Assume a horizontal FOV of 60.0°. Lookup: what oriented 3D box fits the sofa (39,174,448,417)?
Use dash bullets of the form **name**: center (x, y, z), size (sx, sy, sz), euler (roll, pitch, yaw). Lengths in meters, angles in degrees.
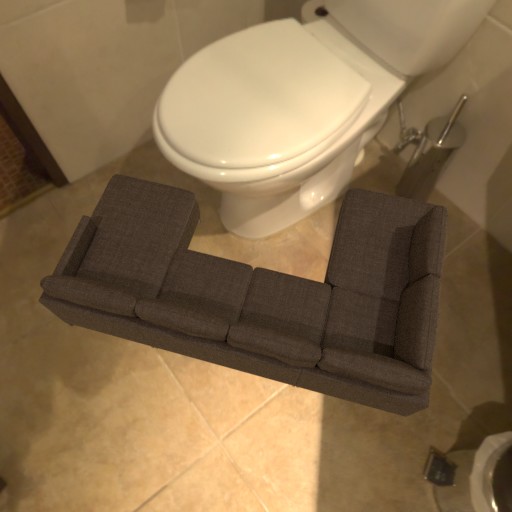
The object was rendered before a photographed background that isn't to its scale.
- **sofa**: center (0.000, 0.000, 4.272), size (3.423, 0.999, 2.048), euler (14, 65, 7)
